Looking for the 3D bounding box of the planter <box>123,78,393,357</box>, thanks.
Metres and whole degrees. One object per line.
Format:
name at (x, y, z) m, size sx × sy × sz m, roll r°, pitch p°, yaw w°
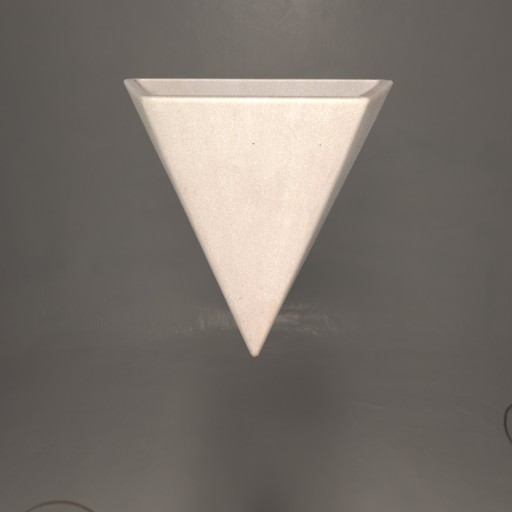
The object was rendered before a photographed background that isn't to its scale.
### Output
planter at (0.000, 0.000, 0.273) m, size 0.150 × 0.197 × 0.060 m, roll 1°, pitch 29°, yaw 2°
